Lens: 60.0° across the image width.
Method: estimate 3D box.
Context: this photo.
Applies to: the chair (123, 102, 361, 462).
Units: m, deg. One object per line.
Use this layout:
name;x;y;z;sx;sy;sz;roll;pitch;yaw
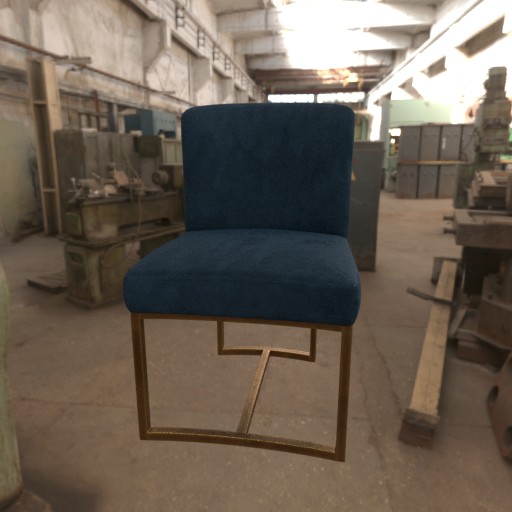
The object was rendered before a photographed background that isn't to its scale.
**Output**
chair;0.000;0.000;1.195;0.530;0.824;0.560;2;14;9
